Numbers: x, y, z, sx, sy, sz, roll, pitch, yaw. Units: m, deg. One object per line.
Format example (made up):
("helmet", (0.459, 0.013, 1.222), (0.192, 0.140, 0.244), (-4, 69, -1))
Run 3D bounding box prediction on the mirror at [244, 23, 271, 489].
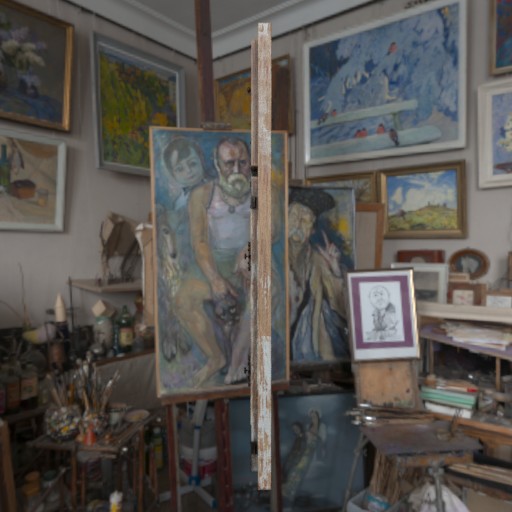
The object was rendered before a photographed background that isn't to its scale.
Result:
("mirror", (0.000, 0.000, 1.506), (0.083, 1.213, 0.707), (0, 1, 0))
